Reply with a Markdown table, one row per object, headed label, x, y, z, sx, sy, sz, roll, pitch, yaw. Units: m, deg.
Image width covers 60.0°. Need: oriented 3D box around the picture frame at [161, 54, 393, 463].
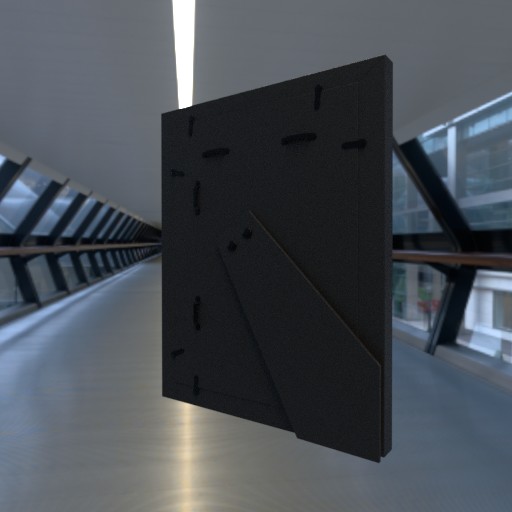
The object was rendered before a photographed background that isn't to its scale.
| label | x | y | z | sx | sy | sz | roll | pitch | yaw |
| --- | --- | --- | --- | --- | --- | --- | --- | --- | --- |
| picture frame | 0.000 | 0.000 | 0.513 | 0.307 | 0.383 | 0.036 | 0 | 1 | 36 |
